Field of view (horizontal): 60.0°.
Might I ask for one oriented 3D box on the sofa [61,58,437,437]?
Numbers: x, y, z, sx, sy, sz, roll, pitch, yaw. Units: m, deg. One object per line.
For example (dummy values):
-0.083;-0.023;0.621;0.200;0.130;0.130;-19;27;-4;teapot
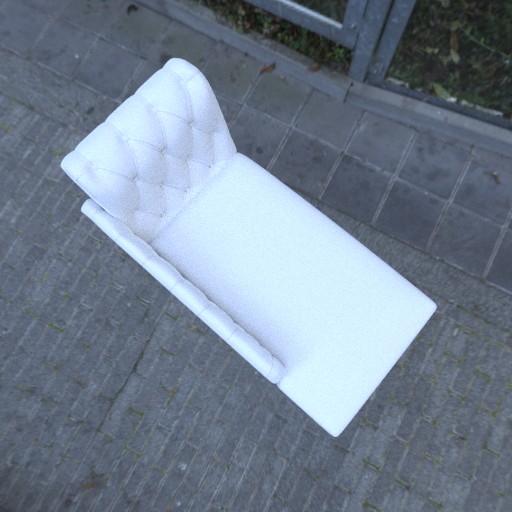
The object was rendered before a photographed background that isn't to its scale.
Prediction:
0.000;0.000;1.811;1.379;0.787;0.675;40;79;10;sofa
